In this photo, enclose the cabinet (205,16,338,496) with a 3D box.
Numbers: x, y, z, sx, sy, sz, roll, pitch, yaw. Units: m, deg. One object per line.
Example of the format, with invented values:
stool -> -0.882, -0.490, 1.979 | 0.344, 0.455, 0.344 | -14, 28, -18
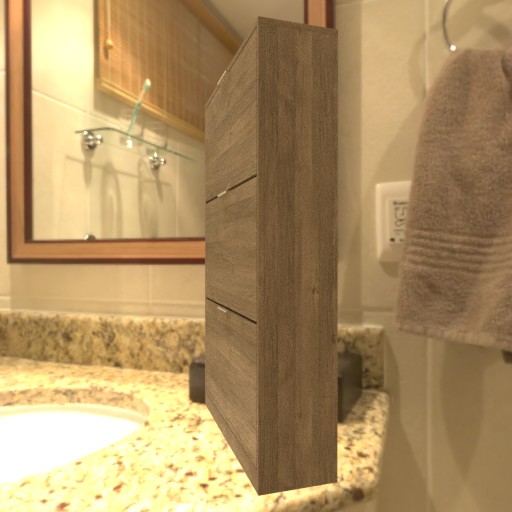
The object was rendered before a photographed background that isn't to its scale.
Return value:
cabinet -> 0.000, 0.000, 1.573 | 0.250, 1.280, 0.750 | 0, 0, -17
